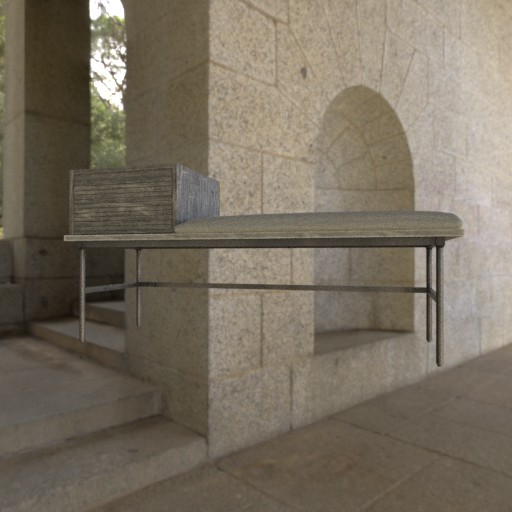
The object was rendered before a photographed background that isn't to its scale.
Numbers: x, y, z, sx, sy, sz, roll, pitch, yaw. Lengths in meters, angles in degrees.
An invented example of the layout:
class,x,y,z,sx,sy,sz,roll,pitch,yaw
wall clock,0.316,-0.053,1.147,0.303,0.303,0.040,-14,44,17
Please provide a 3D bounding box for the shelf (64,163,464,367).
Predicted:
class,x,y,z,sx,sy,sz,roll,pitch,yaw
shelf,0.000,0.000,1.633,1.342,0.633,0.457,0,0,17
